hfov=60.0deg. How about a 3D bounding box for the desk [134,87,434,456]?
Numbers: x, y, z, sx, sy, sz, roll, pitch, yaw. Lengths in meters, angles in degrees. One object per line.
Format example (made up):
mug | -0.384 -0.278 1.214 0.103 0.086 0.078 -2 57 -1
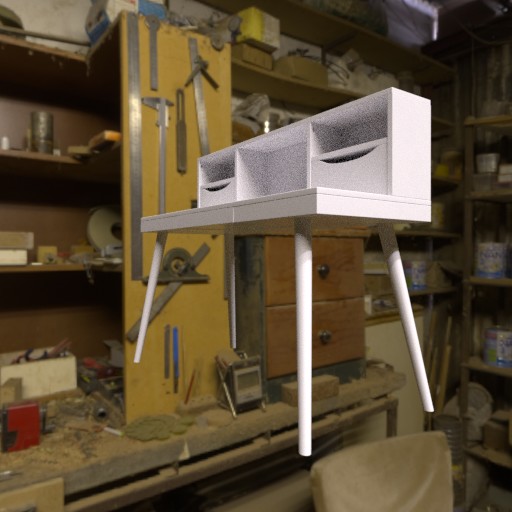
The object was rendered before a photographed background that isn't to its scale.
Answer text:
desk | 0.000 0.000 1.744 0.559 0.990 1.199 0 0 -36
